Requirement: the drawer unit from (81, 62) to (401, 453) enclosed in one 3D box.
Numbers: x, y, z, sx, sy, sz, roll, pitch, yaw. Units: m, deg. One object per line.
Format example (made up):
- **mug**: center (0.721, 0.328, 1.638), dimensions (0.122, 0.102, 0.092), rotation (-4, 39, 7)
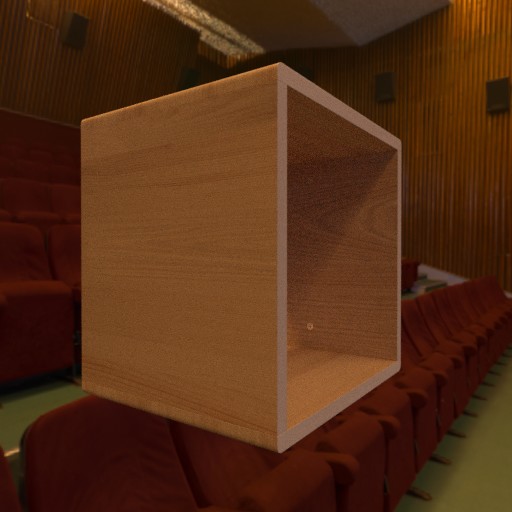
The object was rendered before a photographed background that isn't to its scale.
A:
- **drawer unit**: center (0.000, 0.000, 0.609), dimensions (0.290, 0.344, 0.344), rotation (0, 1, 35)
